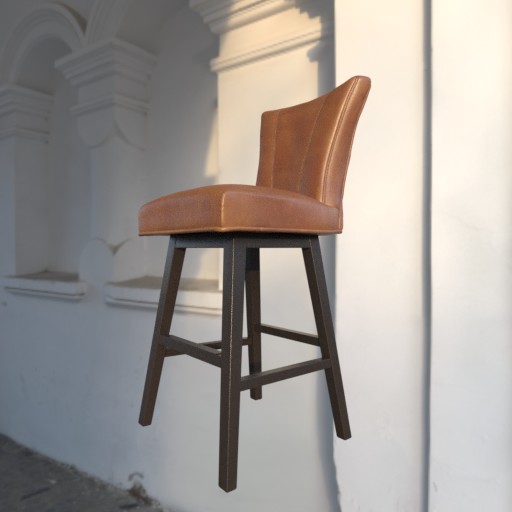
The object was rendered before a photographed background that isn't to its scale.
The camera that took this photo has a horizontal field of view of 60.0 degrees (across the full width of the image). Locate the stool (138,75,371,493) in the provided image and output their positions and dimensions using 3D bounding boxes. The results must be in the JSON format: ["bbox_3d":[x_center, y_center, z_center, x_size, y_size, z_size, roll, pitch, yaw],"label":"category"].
[{"bbox_3d":[0.000,0.000,1.399,0.585,1.094,0.522,-1,1,-37],"label":"stool"}]
